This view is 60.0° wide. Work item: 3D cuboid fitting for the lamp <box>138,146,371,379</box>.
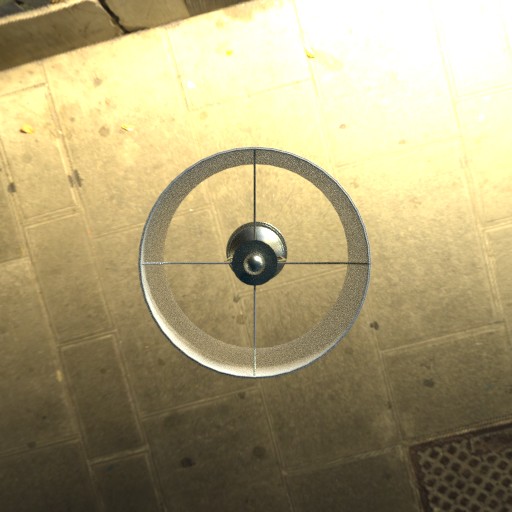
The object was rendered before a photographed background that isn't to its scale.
[{"bbox_3d":[0.000,0.000,0.970,0.383,0.733,0.383,0,92,0],"label":"lamp"}]
